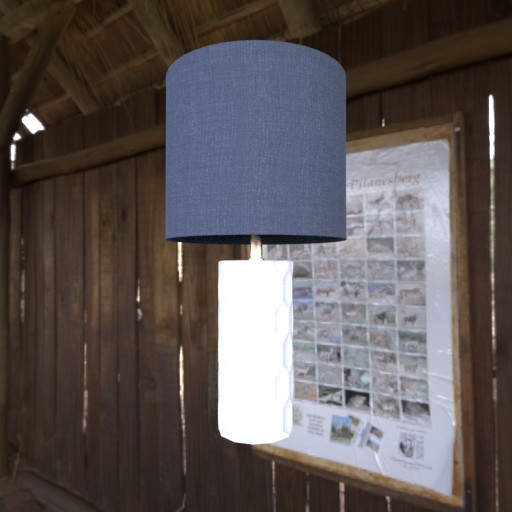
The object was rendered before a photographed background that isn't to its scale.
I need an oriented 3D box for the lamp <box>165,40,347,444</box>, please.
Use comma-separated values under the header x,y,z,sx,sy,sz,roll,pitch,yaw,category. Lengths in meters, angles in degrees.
x,y,z,sx,sy,sz,roll,pitch,yaw,category
0.000,0.000,0.688,0.277,0.537,0.277,0,-1,18,lamp
